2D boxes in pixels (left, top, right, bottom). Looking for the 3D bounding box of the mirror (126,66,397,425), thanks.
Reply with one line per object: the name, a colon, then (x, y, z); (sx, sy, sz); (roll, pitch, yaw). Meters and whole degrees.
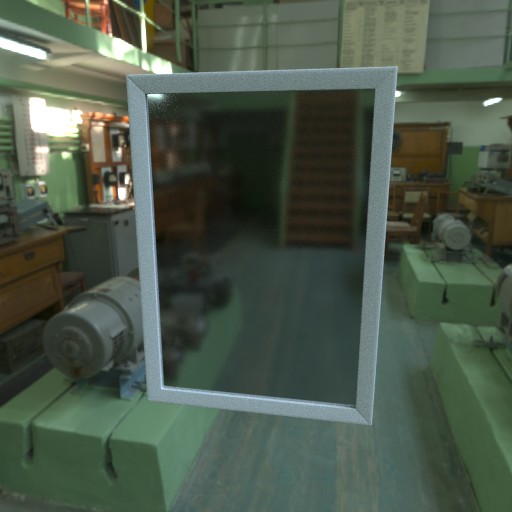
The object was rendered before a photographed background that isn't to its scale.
mirror: (0.000, 0.000, 0.919); (0.507, 0.710, 0.040); (3, 14, 10)
